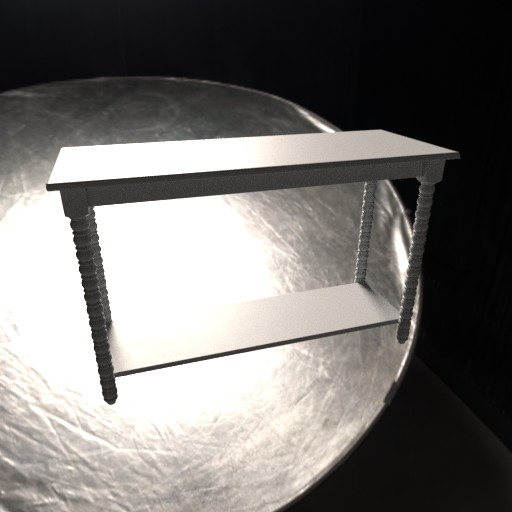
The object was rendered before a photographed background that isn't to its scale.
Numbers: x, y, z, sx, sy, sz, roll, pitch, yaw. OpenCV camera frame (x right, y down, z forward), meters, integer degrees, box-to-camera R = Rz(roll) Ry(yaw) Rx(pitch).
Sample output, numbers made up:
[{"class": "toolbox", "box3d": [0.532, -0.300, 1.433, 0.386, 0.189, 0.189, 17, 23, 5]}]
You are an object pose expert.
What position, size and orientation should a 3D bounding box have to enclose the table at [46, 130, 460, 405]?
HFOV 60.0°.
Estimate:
[{"class": "table", "box3d": [0.000, 0.000, 1.554, 1.184, 0.740, 0.459, -8, 26, -16]}]
